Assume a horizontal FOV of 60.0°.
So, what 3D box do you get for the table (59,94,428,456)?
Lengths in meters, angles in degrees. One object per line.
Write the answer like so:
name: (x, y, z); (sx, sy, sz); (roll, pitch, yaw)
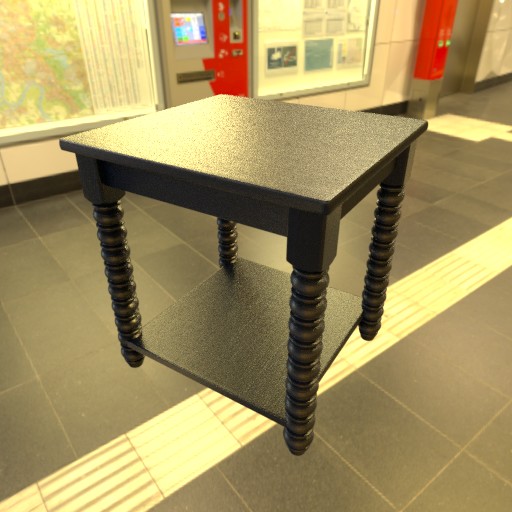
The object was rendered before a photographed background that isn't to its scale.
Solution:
table: (0.000, 0.000, 0.997); (0.533, 0.567, 0.500); (18, 35, 27)
